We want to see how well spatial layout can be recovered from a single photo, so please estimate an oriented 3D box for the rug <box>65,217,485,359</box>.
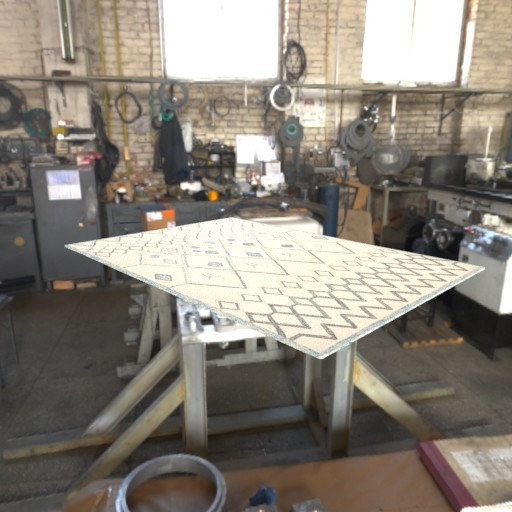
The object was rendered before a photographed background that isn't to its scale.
[{"bbox_3d":[0.000,0.000,2.300,1.260,0.009,1.820,-14,21,-42],"label":"rug"}]
